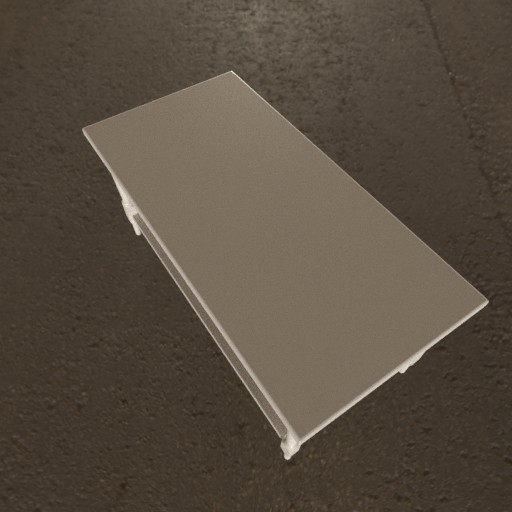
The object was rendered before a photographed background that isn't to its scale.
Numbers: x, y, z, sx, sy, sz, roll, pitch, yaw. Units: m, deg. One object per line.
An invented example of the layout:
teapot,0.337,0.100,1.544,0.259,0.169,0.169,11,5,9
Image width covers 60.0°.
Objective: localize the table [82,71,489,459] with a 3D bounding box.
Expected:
table,0.000,0.000,1.402,0.550,0.510,1.107,-29,60,-19
